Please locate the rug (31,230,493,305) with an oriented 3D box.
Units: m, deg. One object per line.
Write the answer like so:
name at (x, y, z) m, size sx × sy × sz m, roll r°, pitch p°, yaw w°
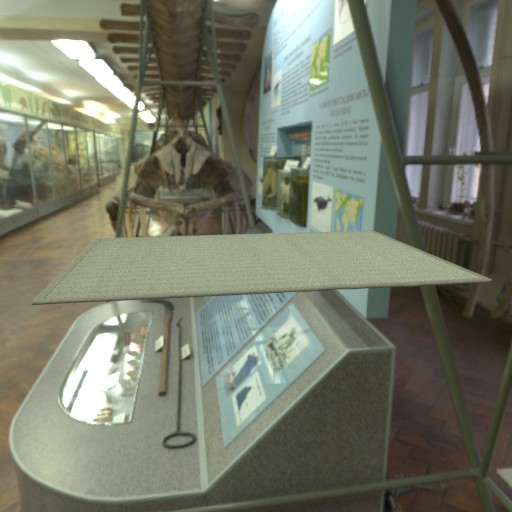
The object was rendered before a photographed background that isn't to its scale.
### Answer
rug at (0.000, 0.000, 2.894) m, size 2.290 × 0.021 × 1.540 m, roll -2°, pitch 13°, yaw -9°
